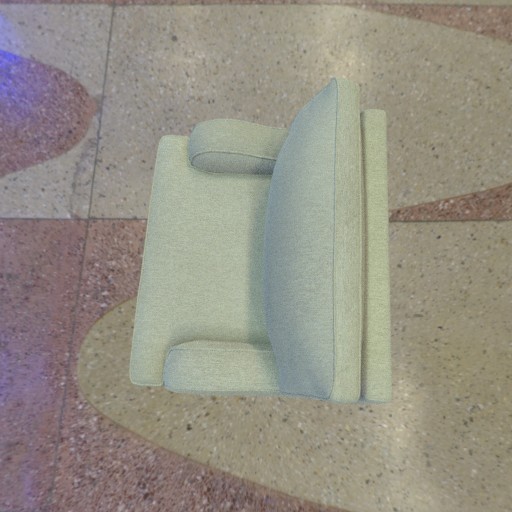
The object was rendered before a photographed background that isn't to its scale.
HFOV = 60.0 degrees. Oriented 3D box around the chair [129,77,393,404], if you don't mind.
[{"bbox_3d":[0.000,0.000,2.010,1.041,1.016,1.220,3,75,1],"label":"chair"}]
